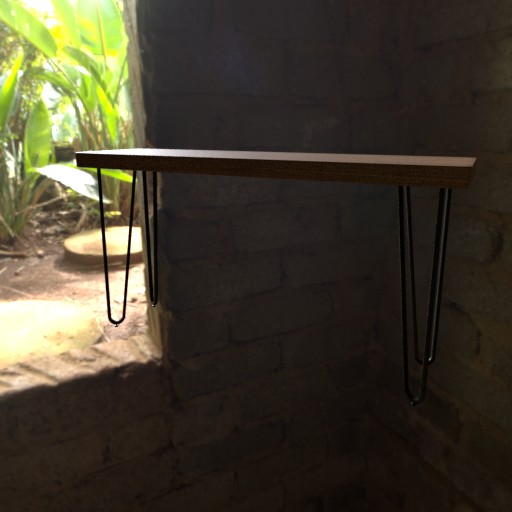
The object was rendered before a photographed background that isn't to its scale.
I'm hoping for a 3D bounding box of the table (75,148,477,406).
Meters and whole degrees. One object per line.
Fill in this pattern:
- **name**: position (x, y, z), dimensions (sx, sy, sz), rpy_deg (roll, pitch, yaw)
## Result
- **table**: position (0.000, 0.000, 1.871), dimensions (1.570, 0.834, 0.425), rpy_deg (8, 18, 26)
